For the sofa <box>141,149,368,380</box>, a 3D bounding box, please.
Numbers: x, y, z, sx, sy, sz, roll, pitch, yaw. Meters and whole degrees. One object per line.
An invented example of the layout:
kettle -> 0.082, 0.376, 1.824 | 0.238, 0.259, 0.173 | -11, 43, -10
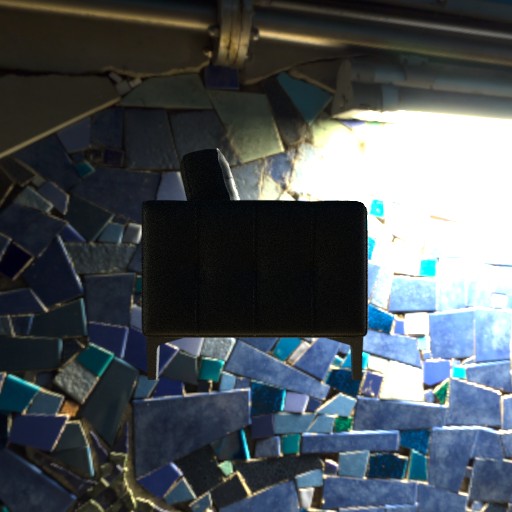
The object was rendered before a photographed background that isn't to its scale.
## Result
sofa -> 0.000, 0.000, 2.691 | 0.833, 0.893, 2.275 | 0, 0, 0
